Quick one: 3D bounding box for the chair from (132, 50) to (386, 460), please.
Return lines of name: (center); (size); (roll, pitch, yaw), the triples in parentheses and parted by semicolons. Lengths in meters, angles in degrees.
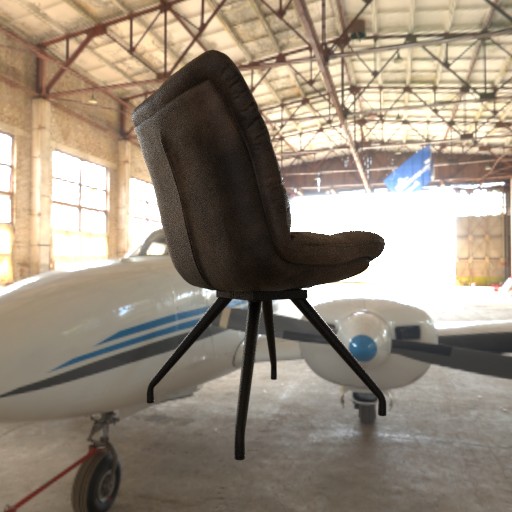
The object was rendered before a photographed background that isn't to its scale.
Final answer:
chair: (0.000, 0.000, 1.266); (0.622, 0.870, 0.549); (1, -2, -36)
